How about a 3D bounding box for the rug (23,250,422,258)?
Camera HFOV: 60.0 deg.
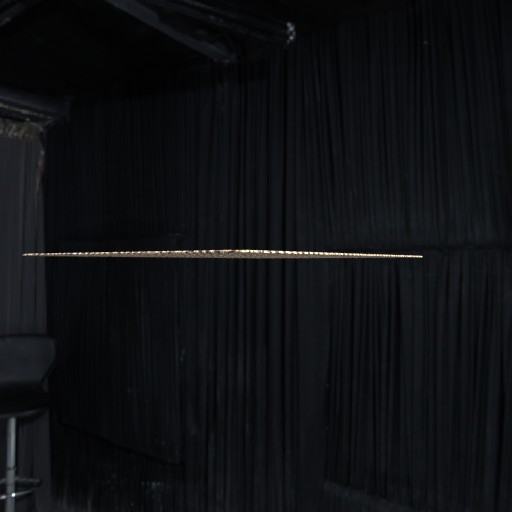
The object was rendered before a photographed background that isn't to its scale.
[{"bbox_3d":[0.000,0.000,2.320,1.219,0.008,1.828,0,-1,36],"label":"rug"}]
